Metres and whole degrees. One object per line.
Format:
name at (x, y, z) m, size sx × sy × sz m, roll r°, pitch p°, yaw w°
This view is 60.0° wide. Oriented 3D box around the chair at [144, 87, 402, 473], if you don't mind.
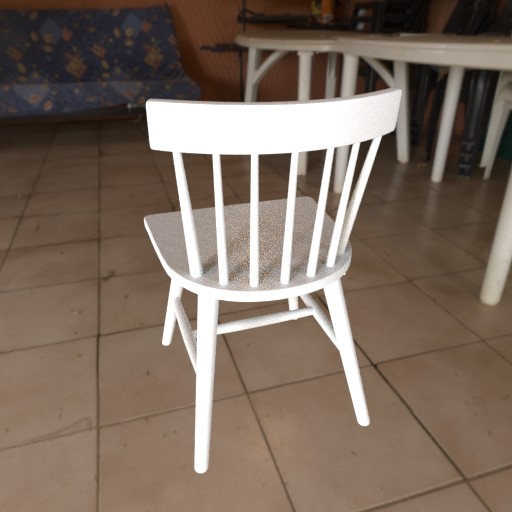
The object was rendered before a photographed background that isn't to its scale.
chair at (0.000, 0.000, 1.079) m, size 0.483 × 0.787 × 0.500 m, roll -9°, pitch 29°, yaw -16°
